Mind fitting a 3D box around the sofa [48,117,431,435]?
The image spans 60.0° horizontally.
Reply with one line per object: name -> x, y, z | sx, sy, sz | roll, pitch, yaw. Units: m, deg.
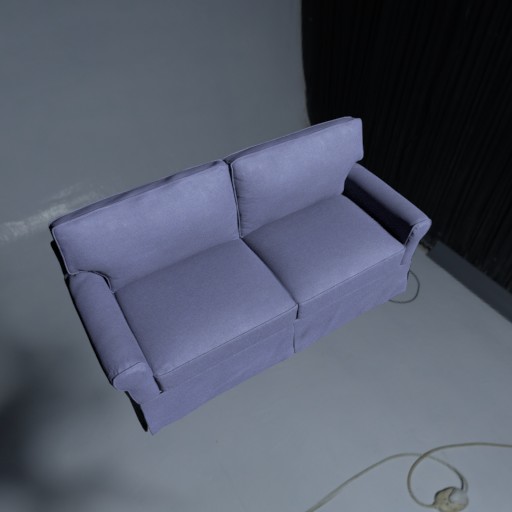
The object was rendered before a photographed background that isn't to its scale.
sofa -> 0.000, 0.000, 2.891 | 2.256, 1.094, 0.983 | -24, 51, -21
